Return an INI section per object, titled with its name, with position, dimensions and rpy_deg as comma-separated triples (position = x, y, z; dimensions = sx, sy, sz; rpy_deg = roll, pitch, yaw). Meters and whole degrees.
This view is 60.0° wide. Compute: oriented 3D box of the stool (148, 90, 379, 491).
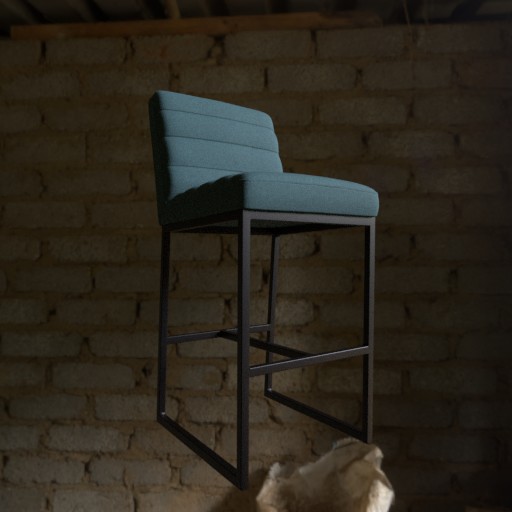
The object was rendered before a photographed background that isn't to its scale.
[stool]
position = 0.000, 0.000, 1.314
dimensions = 0.460, 1.040, 0.560
rpy_deg = -1, 1, -35
